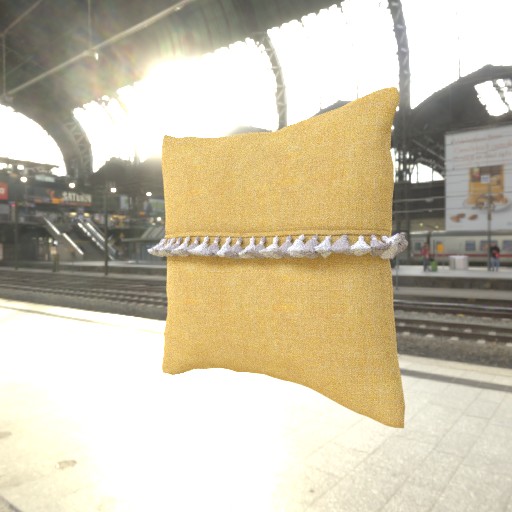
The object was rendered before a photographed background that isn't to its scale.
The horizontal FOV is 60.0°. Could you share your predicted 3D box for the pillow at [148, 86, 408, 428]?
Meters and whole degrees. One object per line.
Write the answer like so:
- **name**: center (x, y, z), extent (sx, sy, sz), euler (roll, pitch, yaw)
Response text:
- **pillow**: center (0.000, 0.000, 0.738), extent (0.485, 0.481, 0.167), euler (0, 1, 35)
